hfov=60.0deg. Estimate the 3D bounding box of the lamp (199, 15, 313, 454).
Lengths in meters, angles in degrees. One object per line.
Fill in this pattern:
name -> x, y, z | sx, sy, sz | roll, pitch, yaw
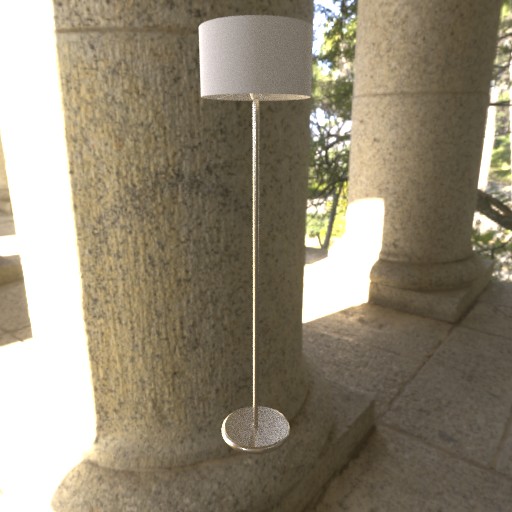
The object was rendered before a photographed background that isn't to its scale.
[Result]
lamp -> 0.000, 0.000, 1.553 | 0.347, 1.443, 0.347 | 2, 16, 8
